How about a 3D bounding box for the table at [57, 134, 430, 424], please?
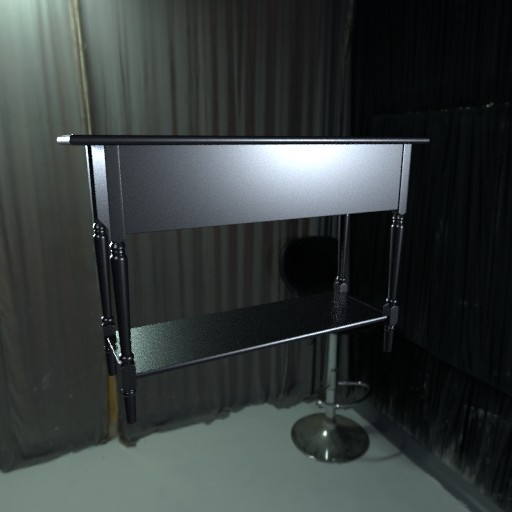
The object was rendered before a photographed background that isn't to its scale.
[{"bbox_3d":[0.000,0.000,1.575,1.191,0.819,0.386,-7,16,-26],"label":"table"}]
